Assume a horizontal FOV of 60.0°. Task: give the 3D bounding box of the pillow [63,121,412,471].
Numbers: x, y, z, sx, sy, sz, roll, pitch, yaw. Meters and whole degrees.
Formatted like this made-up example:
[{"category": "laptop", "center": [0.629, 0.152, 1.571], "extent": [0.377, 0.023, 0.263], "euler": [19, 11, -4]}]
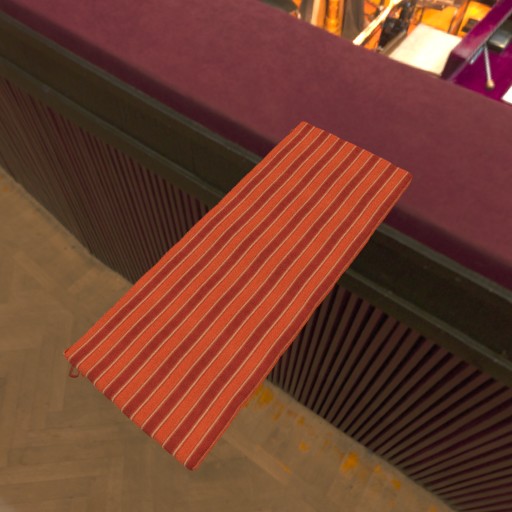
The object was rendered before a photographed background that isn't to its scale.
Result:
[{"category": "pillow", "center": [0.000, 0.000, 1.363], "extent": [0.492, 0.081, 1.187], "euler": [32, 63, 19]}]
